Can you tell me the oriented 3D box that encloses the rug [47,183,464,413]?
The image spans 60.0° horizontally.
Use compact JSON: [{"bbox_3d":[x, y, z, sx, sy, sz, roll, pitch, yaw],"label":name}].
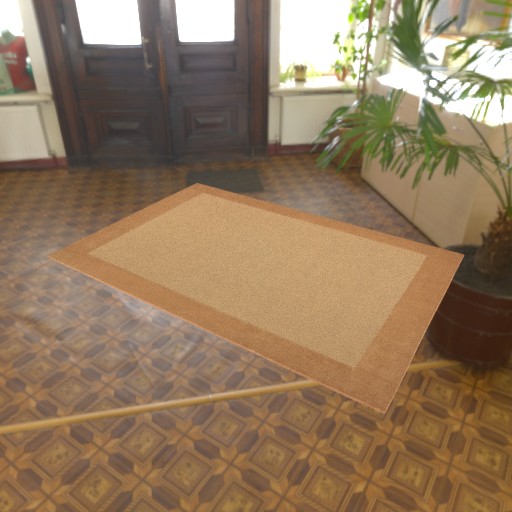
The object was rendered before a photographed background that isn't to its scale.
[{"bbox_3d":[0.000,0.000,2.336,1.829,0.014,1.219,19,36,28],"label":"rug"}]
